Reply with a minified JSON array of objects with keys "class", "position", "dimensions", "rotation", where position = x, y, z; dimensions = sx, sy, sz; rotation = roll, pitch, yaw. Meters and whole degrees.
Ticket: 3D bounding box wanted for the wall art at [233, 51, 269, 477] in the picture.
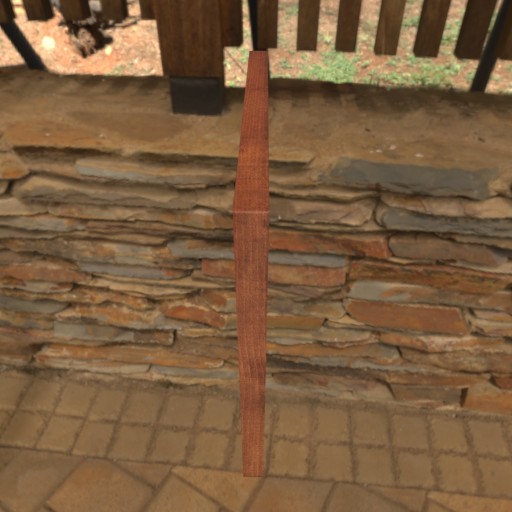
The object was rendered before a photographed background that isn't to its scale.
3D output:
[{"class":"wall art","position":[0.000,0.000,0.827],"dimensions":[0.037,0.572,0.554],"rotation":[1,40,1]}]
